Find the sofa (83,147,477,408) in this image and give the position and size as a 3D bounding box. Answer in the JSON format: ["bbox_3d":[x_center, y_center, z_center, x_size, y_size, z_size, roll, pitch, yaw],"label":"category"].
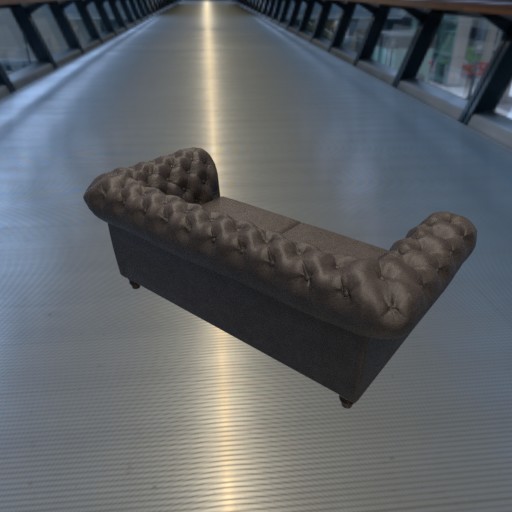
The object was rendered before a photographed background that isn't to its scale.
[{"bbox_3d":[0.000,0.000,2.524,2.048,0.779,0.944,22,37,33],"label":"sofa"}]
